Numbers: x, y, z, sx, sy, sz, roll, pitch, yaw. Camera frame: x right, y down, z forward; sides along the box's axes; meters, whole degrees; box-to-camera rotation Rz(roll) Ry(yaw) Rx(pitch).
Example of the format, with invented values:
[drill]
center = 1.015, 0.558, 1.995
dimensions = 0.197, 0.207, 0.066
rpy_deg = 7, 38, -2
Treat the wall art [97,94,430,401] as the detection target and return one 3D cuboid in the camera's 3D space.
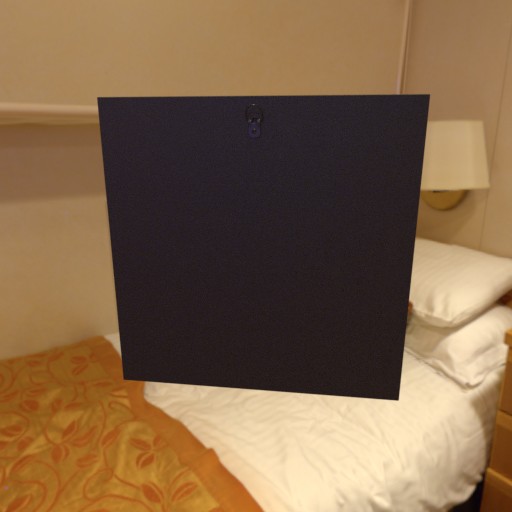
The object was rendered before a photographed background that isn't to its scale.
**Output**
[wall art]
center = 0.000, 0.000, 0.513
dimensions = 0.349, 0.349, 0.038
rpy_deg = 2, 16, 7
